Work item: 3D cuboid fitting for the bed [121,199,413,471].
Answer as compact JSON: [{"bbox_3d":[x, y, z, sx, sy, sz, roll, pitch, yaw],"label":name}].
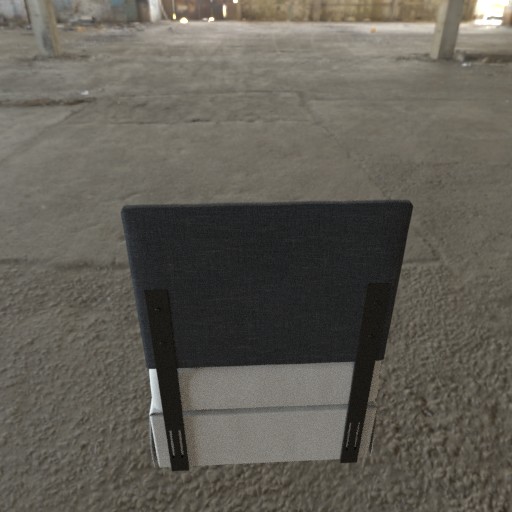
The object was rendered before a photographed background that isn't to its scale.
[{"bbox_3d":[0.000,0.000,2.928,1.261,1.571,1.997,-1,30,-3],"label":"bed"}]
